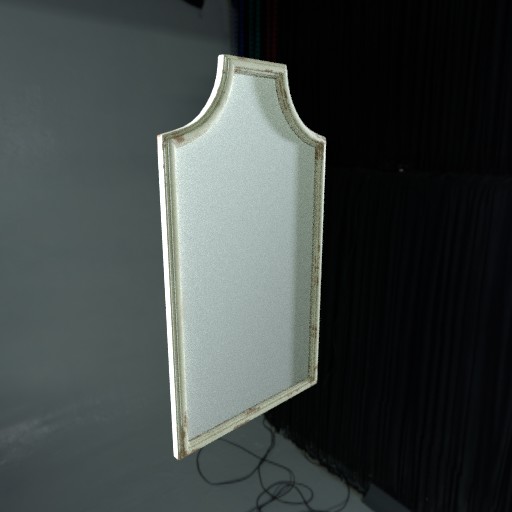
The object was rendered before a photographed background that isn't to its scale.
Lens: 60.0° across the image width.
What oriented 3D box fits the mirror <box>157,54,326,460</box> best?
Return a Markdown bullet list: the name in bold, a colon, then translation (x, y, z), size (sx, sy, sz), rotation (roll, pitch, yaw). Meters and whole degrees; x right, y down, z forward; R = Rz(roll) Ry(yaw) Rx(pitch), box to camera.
- **mirror**: translation (0.000, 0.000, 0.874), size (0.403, 0.717, 0.022), rotation (-13, 19, -42)
